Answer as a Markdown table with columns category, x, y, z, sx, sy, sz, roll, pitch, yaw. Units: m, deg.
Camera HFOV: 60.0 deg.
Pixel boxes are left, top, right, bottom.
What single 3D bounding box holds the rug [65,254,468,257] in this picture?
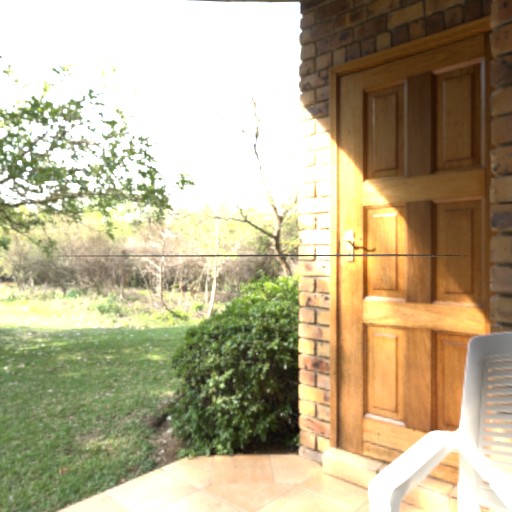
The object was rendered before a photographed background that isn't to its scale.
| category | x | y | z | sx | sy | sz | roll | pitch | yaw |
| --- | --- | --- | --- | --- | --- | --- | --- | --- | --- |
| rug | 0.000 | 0.000 | 3.075 | 2.420 | 0.005 | 1.528 | 0 | 0 | 36 |
